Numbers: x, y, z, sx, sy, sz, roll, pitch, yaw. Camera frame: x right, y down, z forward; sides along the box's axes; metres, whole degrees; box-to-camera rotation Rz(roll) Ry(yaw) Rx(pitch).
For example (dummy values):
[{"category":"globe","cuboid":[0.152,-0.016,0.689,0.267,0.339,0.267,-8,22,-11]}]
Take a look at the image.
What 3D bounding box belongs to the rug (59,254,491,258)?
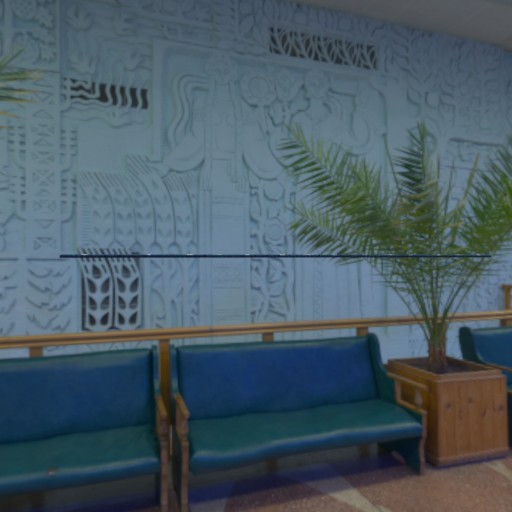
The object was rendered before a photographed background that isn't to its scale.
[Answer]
[{"category":"rug","cuboid":[0.000,0.000,3.872,2.881,0.020,2.270,0,0,-17]}]
